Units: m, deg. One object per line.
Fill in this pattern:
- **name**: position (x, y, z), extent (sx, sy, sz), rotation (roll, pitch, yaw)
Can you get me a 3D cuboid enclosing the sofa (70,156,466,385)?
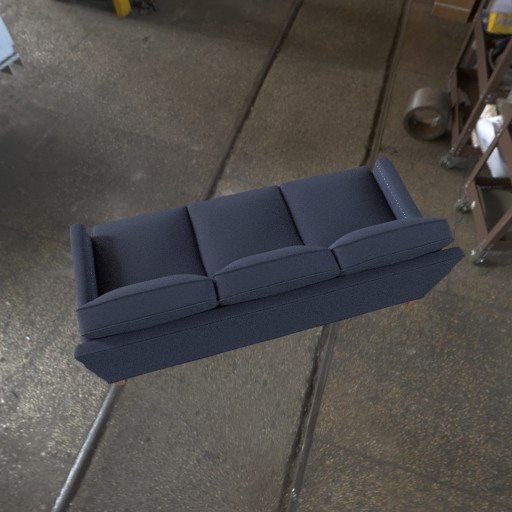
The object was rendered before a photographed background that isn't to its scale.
- **sofa**: position (0.000, 0.000, 2.890), extent (2.246, 1.003, 1.084), rotation (-14, 60, -8)
